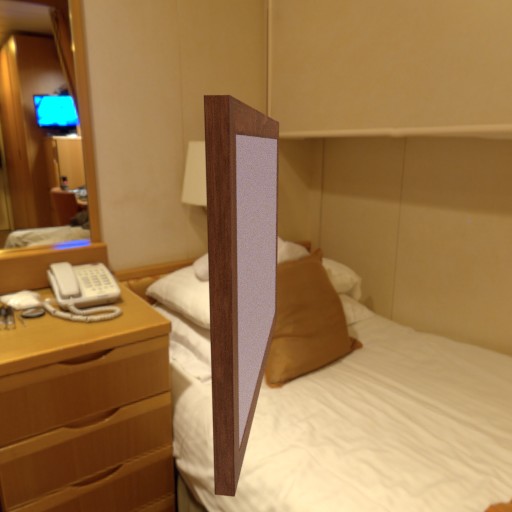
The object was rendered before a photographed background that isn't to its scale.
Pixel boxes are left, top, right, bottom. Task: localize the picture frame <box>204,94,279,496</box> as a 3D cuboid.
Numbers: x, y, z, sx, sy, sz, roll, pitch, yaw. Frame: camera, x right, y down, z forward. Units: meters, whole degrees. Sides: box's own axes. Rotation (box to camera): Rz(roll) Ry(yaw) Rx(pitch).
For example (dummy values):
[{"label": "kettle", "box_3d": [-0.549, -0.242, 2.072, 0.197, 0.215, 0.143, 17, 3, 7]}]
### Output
[{"label": "picture frame", "box_3d": [0.000, 0.000, 0.747, 0.025, 0.457, 0.559, 2, 14, 8]}]
